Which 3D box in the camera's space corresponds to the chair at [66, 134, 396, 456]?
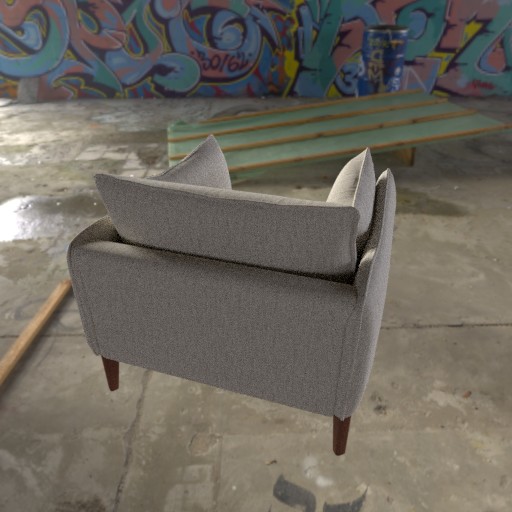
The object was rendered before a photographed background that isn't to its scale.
[{"bbox_3d":[0.000,0.000,1.726,0.994,0.855,0.991,10,33,16],"label":"chair"}]
